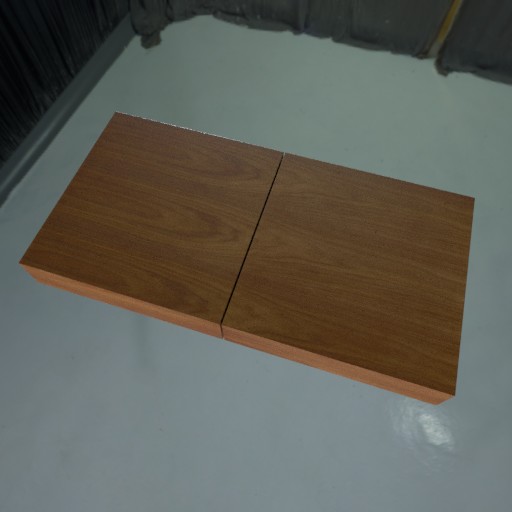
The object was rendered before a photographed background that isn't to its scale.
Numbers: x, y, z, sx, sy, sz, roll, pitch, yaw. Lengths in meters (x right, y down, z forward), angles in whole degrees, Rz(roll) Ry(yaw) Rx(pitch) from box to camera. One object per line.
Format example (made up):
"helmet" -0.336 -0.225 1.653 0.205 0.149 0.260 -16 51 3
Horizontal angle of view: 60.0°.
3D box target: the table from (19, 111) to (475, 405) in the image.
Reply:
"table" 0.000 0.000 1.431 1.194 0.330 0.610 16 63 8
